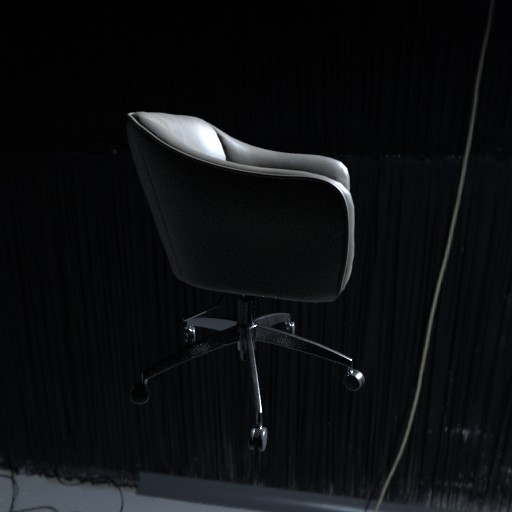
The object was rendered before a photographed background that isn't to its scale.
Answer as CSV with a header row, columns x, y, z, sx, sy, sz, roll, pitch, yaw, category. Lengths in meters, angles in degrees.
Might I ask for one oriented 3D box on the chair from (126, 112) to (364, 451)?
x,y,z,sx,sy,sz,roll,pitch,yaw,category
0.000,0.000,1.340,0.689,0.827,0.713,3,16,10,chair
